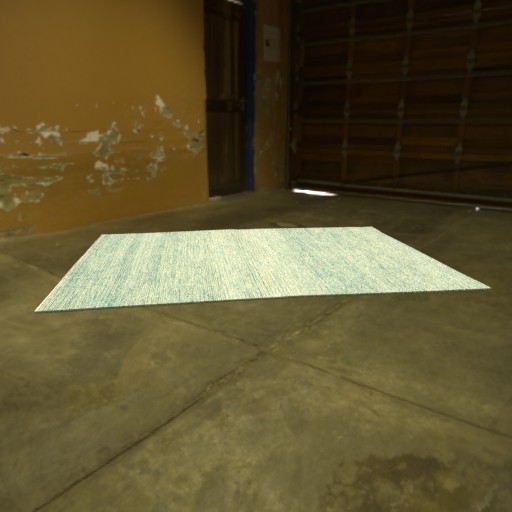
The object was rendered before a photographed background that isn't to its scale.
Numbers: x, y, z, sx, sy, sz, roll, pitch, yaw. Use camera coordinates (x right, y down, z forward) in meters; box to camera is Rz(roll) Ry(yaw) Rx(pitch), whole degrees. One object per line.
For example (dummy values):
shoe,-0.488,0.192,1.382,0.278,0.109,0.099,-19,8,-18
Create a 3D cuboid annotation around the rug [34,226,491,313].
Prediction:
rug,0.000,0.000,2.966,2.306,0.030,1.613,-2,16,-8
